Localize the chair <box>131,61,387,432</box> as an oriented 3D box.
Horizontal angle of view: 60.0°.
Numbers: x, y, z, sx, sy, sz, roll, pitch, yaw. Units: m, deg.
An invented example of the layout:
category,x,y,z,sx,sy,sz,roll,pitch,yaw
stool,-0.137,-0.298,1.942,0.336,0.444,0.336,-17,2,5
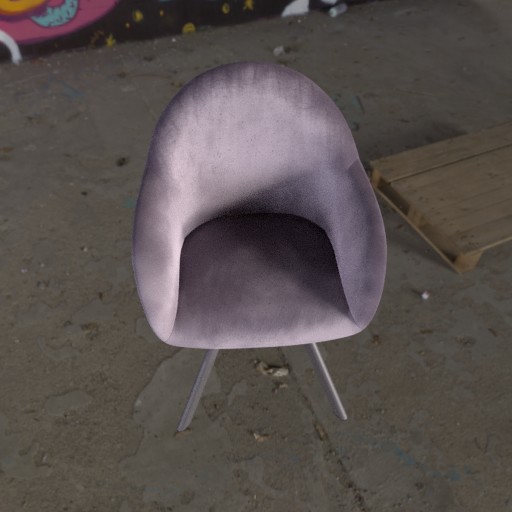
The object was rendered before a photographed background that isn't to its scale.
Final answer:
category,x,y,z,sx,sy,sz,roll,pitch,yaw
chair,0.000,0.000,1.177,0.550,0.795,0.590,-3,47,-3
